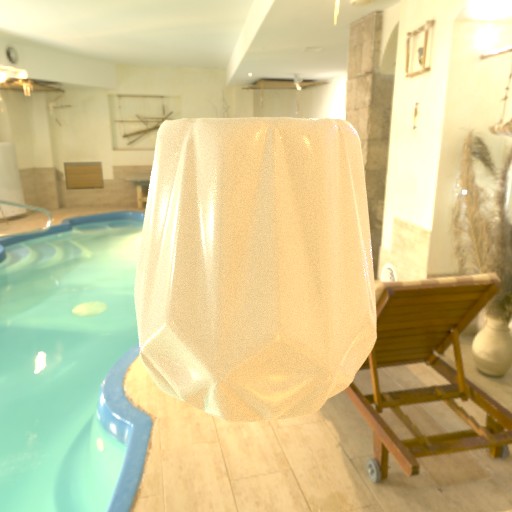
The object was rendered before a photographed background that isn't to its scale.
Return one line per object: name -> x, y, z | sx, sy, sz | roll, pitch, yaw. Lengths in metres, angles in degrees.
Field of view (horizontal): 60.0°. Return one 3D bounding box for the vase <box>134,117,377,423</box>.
vase -> 0.000, 0.000, 0.259 | 0.141, 0.152, 0.141 | 0, 15, 0
